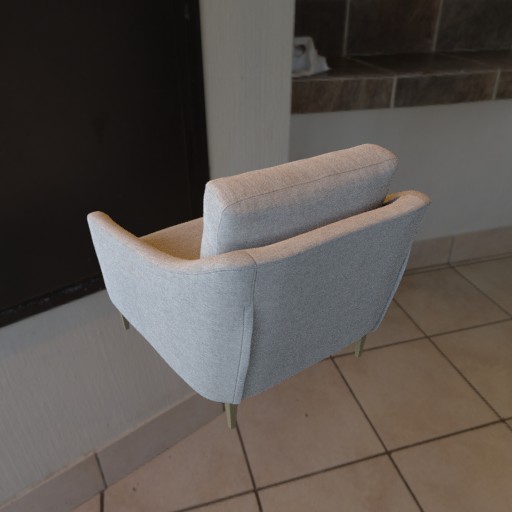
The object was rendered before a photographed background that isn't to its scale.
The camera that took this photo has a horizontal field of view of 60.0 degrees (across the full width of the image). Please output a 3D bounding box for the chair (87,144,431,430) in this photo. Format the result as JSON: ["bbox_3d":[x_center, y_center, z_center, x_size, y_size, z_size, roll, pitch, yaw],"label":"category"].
[{"bbox_3d":[0.000,0.000,1.713,0.986,0.902,0.961,-20,36,-29],"label":"chair"}]
